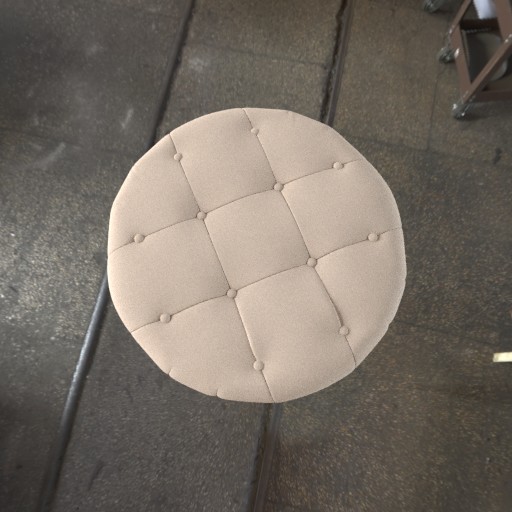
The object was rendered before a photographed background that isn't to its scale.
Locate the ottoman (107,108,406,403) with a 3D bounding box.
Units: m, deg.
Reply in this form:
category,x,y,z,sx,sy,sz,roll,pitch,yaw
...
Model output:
category,x,y,z,sx,sy,sz,roll,pitch,yaw
ottoman,0.000,0.000,1.448,0.901,0.439,0.901,0,75,0
